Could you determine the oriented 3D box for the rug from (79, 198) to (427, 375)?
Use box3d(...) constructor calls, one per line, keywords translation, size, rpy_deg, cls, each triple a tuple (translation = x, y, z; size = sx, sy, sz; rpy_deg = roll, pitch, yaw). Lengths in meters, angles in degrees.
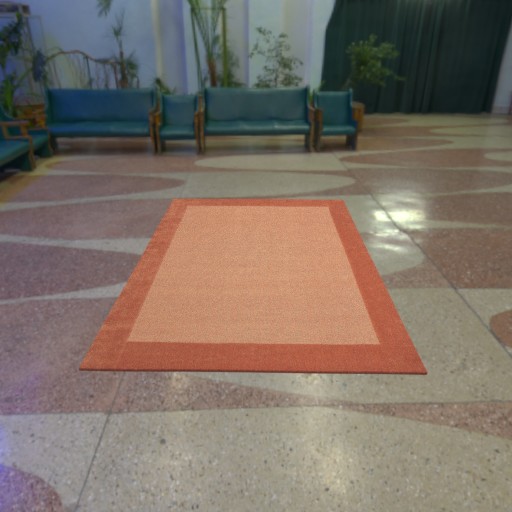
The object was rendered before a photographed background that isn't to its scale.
box3d(translation=(0.000, 0.000, 2.364), size=(1.219, 0.014, 1.829), rpy_deg=(0, 26, 1), cls="rug")
